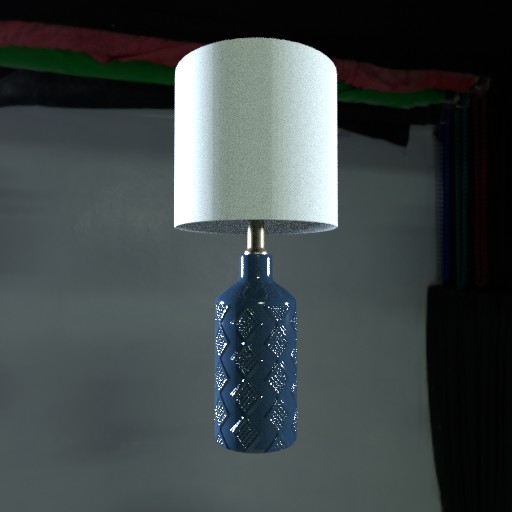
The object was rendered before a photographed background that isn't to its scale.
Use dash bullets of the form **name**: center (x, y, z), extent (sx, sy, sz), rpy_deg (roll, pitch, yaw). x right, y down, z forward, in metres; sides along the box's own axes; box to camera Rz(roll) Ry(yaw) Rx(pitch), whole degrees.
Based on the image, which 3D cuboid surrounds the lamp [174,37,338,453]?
- **lamp**: center (0.000, 0.000, 0.569), extent (0.207, 0.461, 0.207), rpy_deg (1, -2, -18)
